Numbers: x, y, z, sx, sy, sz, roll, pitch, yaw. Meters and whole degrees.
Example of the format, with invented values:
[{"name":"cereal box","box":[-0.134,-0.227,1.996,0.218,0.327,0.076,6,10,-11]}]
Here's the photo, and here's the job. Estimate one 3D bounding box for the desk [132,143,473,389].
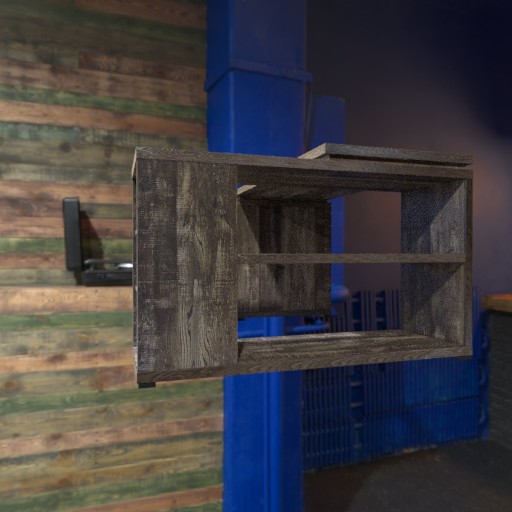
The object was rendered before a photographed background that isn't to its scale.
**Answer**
[{"name":"desk","box":[0.000,0.000,2.183,1.200,0.753,1.524,0,1,-17]}]
